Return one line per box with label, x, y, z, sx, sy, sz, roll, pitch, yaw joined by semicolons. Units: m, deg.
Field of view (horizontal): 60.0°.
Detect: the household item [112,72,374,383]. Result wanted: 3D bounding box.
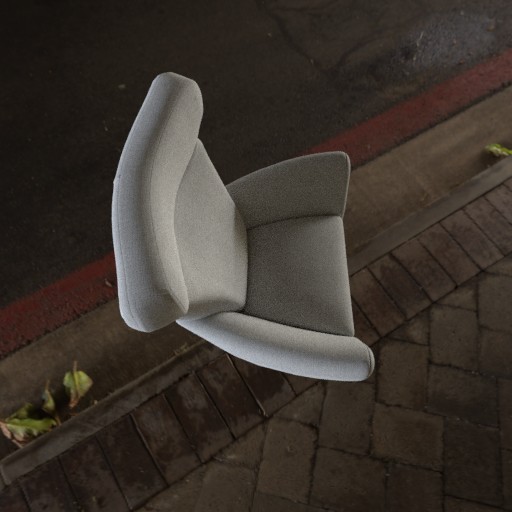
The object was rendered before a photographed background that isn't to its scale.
household item;0.000;0.000;1.774;0.900;1.050;0.980;0;63;0
